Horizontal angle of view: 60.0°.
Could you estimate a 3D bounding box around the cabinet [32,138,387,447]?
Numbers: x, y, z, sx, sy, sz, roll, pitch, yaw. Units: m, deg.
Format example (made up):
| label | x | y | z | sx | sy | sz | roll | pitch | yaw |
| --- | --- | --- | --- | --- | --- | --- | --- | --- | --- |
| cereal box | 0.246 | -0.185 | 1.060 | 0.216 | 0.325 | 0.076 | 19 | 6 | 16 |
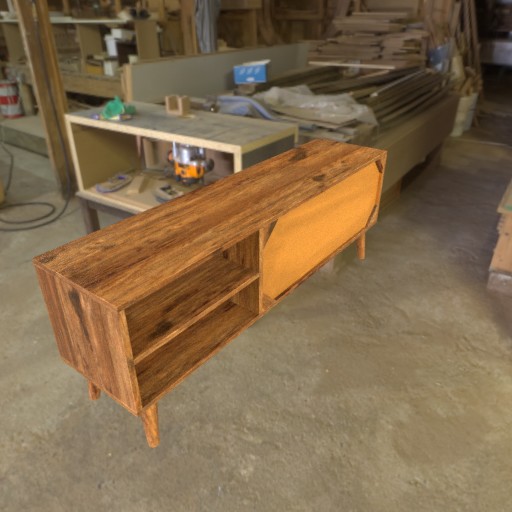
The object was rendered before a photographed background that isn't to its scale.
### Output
| label | x | y | z | sx | sy | sz | roll | pitch | yaw |
| --- | --- | --- | --- | --- | --- | --- | --- | --- | --- |
| cabinet | 0.000 | 0.000 | 1.682 | 0.349 | 0.528 | 1.448 | 21 | 36 | 32 |
